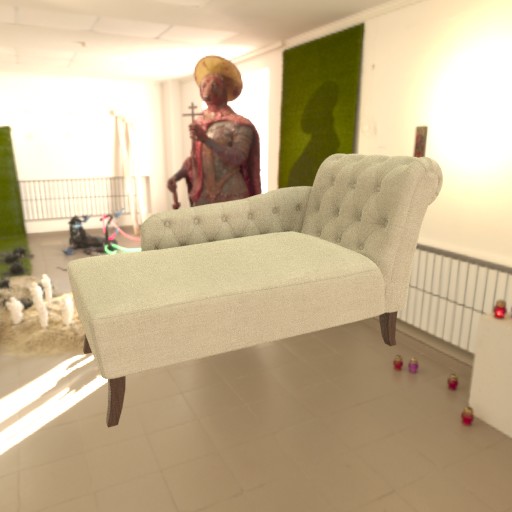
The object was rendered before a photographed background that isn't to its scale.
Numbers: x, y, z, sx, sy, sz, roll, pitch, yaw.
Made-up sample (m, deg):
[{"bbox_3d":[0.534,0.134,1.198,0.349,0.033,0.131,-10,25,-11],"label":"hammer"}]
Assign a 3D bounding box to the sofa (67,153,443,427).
[{"bbox_3d":[0.000,0.000,1.798,1.379,0.787,0.675,-8,16,-27],"label":"sofa"}]
